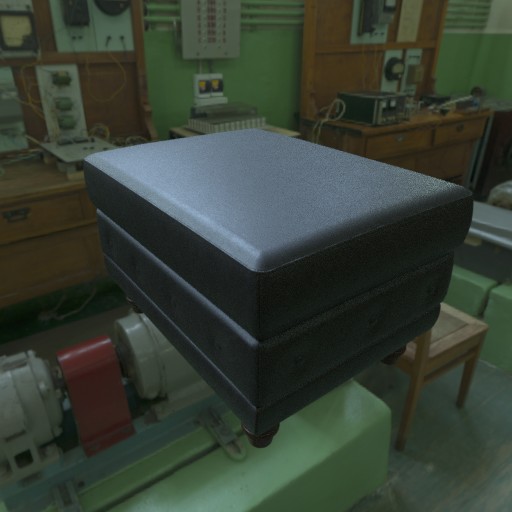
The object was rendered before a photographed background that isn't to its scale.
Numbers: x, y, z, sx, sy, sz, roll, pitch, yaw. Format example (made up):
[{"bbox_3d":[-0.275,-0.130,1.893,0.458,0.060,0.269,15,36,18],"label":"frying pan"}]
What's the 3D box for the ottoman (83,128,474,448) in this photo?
[{"bbox_3d":[0.000,0.000,1.151,0.590,0.498,0.795,-19,33,-32],"label":"ottoman"}]
